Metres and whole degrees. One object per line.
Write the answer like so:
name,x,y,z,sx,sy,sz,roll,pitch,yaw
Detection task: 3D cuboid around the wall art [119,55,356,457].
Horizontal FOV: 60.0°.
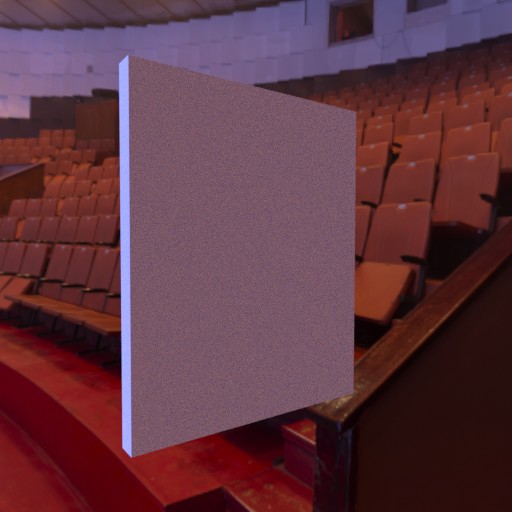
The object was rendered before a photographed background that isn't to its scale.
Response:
wall art,0.000,0.000,0.754,0.451,0.553,0.039,-1,2,-36
